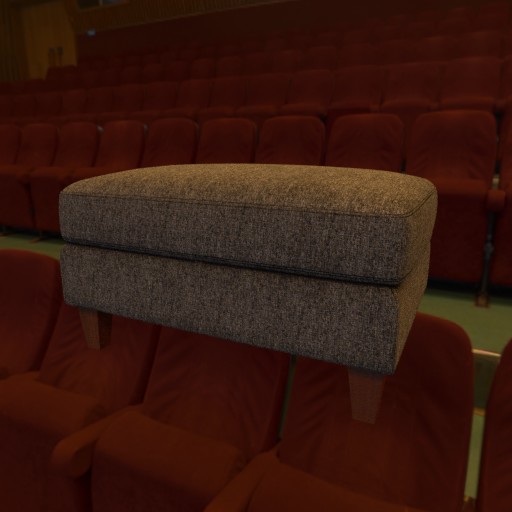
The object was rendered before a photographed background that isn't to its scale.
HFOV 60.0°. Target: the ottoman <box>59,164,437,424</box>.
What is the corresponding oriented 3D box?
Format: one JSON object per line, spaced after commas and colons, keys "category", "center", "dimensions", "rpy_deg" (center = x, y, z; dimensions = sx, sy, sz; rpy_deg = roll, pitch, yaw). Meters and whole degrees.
{"category": "ottoman", "center": [0.000, 0.000, 1.202], "dimensions": [0.864, 0.483, 0.584], "rpy_deg": [7, 16, 25]}
